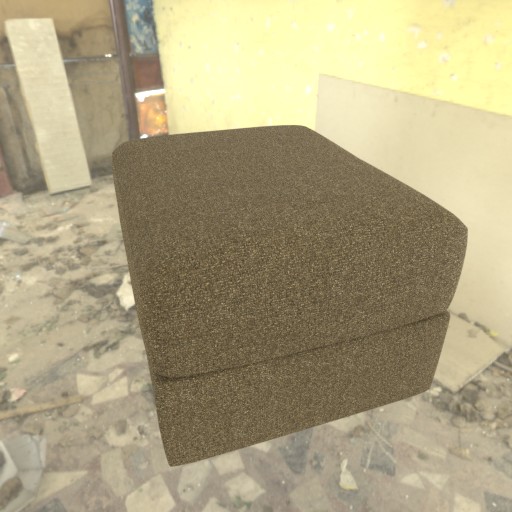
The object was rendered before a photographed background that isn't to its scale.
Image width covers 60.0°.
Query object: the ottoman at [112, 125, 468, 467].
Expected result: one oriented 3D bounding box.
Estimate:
[{"bbox_3d":[0.000,0.000,1.079,0.598,0.476,0.742,-10,32,-16],"label":"ottoman"}]
